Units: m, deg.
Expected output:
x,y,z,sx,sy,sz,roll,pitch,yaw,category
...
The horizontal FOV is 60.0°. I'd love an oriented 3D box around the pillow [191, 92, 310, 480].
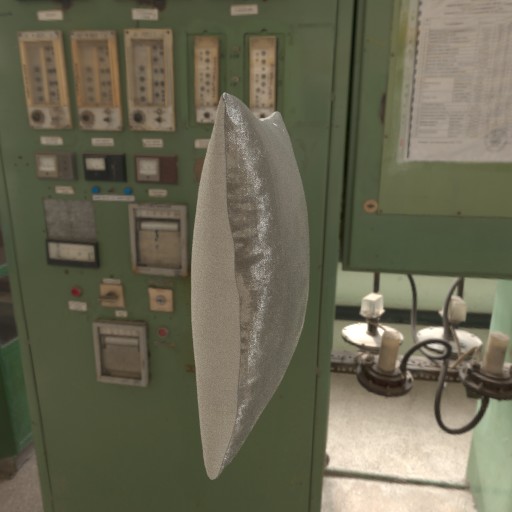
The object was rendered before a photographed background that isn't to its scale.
x,y,z,sx,sy,sz,roll,pitch,yaw,category
0.000,0.000,0.713,0.175,0.464,0.470,3,17,10,pillow
